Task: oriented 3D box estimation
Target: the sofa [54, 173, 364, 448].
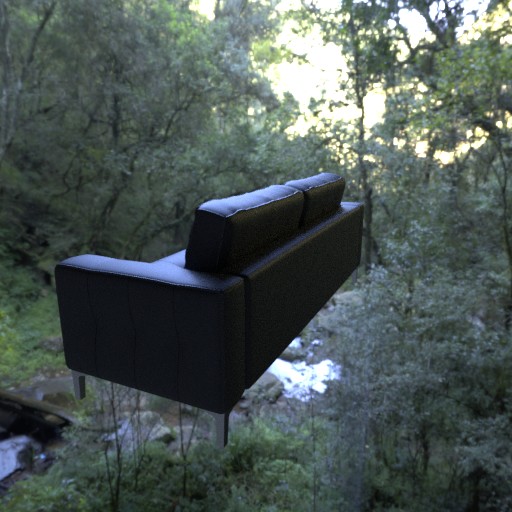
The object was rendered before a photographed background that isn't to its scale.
[{"bbox_3d":[0.000,0.000,2.691,0.833,0.893,2.275,7,17,24],"label":"sofa"}]
